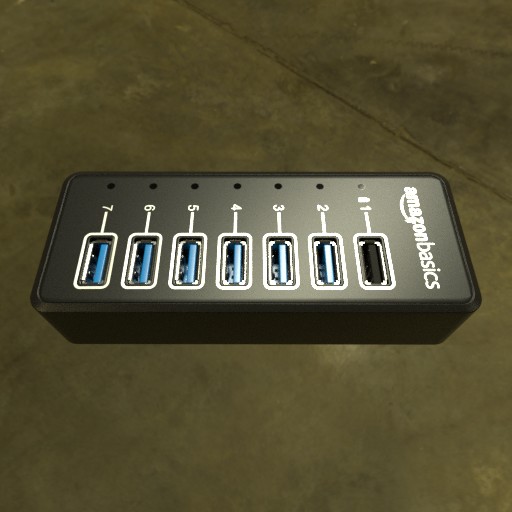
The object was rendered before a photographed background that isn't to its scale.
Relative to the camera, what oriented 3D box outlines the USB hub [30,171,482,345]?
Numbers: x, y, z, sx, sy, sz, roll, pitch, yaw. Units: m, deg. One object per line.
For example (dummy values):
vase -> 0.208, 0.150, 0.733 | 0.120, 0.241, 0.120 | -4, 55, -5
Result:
USB hub -> 0.000, 0.000, 0.126 | 0.110, 0.023, 0.044 | 0, 59, 0
